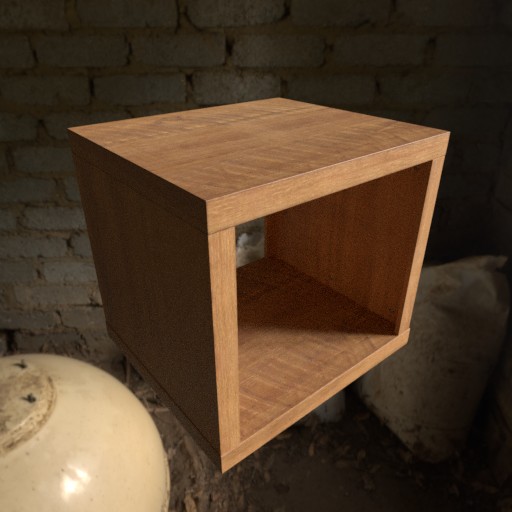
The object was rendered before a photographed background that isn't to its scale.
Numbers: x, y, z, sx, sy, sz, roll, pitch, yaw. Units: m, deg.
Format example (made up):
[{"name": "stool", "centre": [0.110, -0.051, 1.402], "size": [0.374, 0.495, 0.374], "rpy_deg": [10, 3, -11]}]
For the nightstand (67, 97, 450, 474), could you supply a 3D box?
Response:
[{"name": "nightstand", "centre": [0.000, 0.000, 0.872], "size": [0.493, 0.491, 0.436], "rpy_deg": [-22, 36, -34]}]
